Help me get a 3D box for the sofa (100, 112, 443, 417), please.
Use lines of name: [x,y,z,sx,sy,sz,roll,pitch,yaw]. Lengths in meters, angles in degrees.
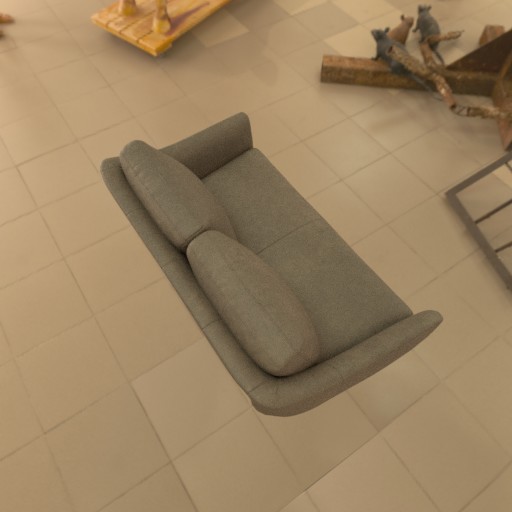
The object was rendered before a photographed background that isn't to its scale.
sofa: [0.000,0.000,2.277,0.960,0.902,1.619,-30,63,-17]
